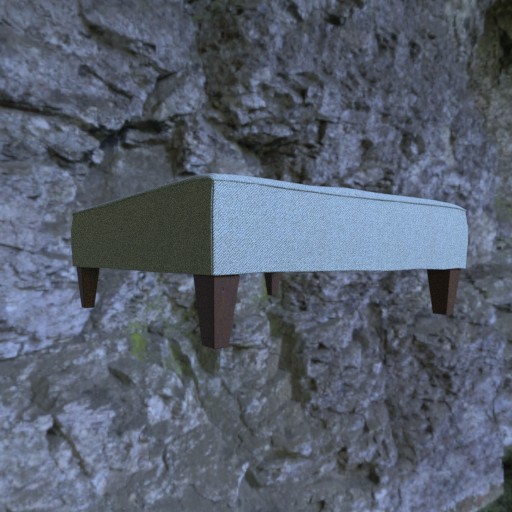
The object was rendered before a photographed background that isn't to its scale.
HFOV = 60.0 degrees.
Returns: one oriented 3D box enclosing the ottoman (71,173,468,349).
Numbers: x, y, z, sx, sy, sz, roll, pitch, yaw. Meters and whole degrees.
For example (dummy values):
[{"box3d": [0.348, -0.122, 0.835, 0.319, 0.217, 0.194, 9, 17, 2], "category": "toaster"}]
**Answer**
[{"box3d": [0.000, 0.000, 1.531, 0.968, 0.379, 1.004, 0, 0, -37], "category": "ottoman"}]
